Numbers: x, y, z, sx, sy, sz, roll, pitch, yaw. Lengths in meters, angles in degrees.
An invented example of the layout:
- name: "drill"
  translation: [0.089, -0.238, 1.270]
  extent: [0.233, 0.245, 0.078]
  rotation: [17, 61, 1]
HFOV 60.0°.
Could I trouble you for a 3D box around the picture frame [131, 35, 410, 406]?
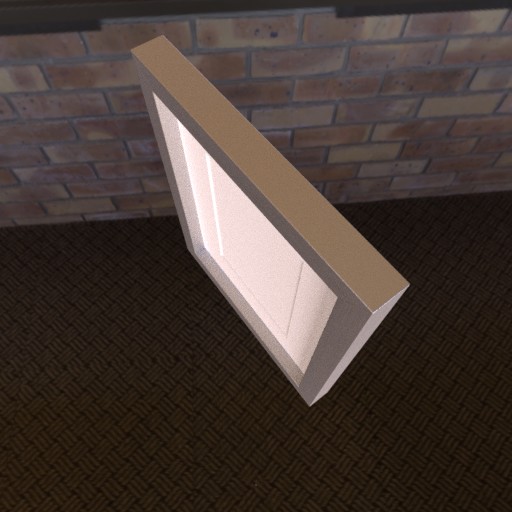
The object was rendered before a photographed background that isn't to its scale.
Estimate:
- name: "picture frame"
  translation: [0.000, 0.000, 0.384]
  extent: [0.036, 0.282, 0.233]
  rotation: [-34, 68, -16]
